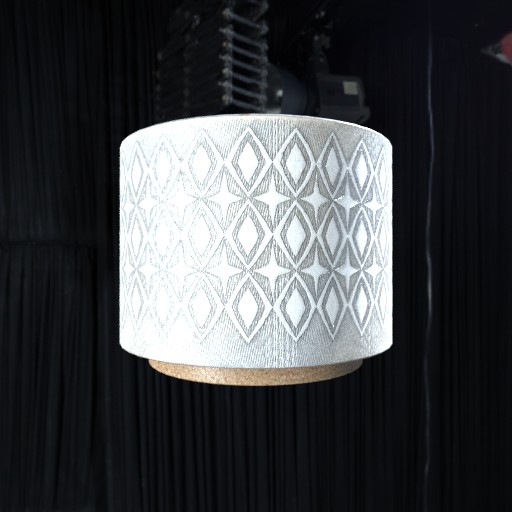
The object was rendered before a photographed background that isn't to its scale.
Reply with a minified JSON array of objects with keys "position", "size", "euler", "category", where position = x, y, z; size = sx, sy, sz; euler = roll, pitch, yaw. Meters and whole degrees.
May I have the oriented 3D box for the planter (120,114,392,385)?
[{"position":[0.000,0.000,0.317],"size":[0.186,0.144,0.186],"euler":[0,0,0],"category":"planter"}]
